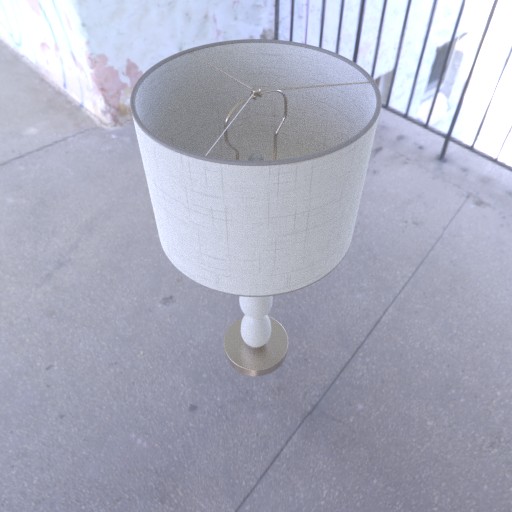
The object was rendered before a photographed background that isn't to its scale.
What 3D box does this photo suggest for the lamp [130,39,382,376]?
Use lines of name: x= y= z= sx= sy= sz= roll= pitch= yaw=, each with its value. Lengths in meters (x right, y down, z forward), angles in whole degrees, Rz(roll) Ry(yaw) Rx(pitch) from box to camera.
lamp: x=0.000 y=0.000 z=0.707 sx=0.282 sy=0.559 sz=0.280 roll=-31 pitch=55 yaw=-25
